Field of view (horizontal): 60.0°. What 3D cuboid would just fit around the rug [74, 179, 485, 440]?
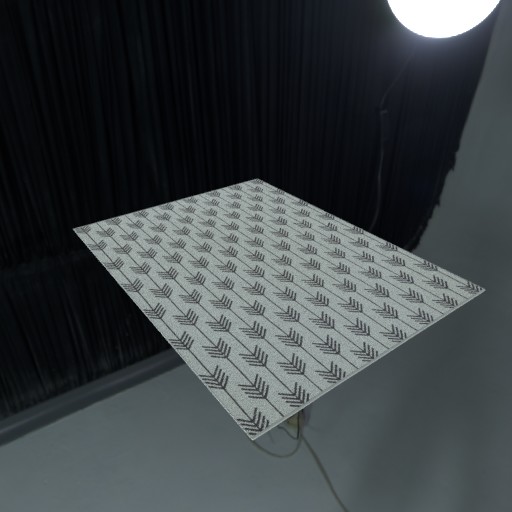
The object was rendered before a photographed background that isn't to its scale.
[{"bbox_3d":[0.000,0.000,4.018,2.330,0.010,3.061,-21,37,-31],"label":"rug"}]
